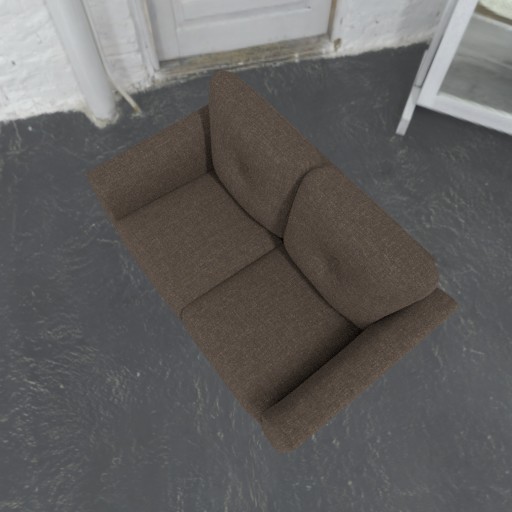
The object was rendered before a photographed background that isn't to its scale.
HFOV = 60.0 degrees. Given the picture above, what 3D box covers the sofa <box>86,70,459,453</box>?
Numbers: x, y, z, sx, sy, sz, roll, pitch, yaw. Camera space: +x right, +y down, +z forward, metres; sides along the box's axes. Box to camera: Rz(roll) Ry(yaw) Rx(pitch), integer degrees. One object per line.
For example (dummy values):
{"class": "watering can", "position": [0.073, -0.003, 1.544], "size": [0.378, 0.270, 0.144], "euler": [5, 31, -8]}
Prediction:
{"class": "sofa", "position": [0.000, 0.000, 1.961], "size": [0.851, 0.885, 1.423], "euler": [-35, 68, -16]}
